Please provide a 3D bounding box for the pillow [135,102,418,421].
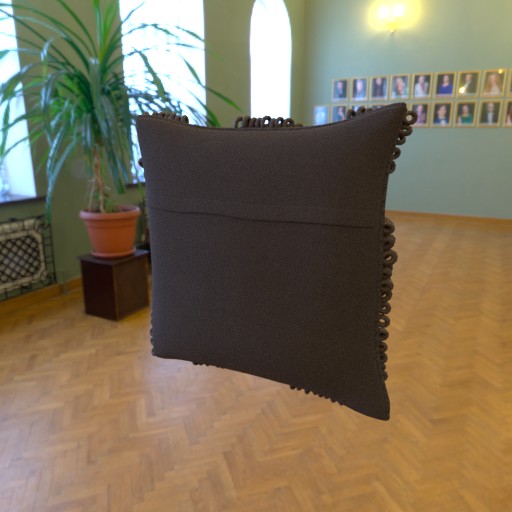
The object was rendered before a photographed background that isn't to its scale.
[{"bbox_3d":[0.000,0.000,0.733,0.470,0.467,0.172,7,17,26],"label":"pillow"}]
